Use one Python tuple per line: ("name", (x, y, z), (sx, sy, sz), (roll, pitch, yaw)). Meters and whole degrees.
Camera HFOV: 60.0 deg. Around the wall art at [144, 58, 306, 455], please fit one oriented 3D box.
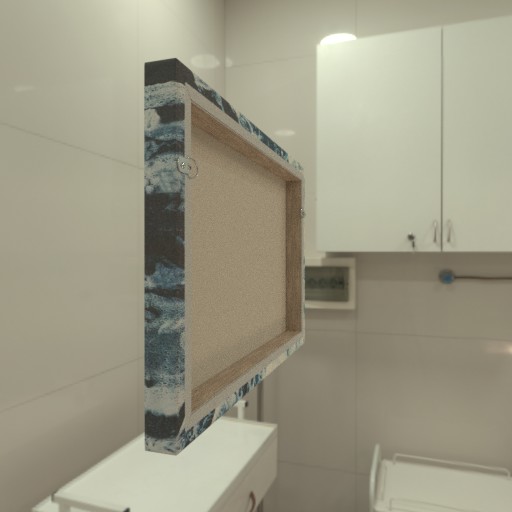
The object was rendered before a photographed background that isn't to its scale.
("wall art", (0.000, 0.000, 0.744), (0.043, 0.407, 0.609), (0, 0, 19))
